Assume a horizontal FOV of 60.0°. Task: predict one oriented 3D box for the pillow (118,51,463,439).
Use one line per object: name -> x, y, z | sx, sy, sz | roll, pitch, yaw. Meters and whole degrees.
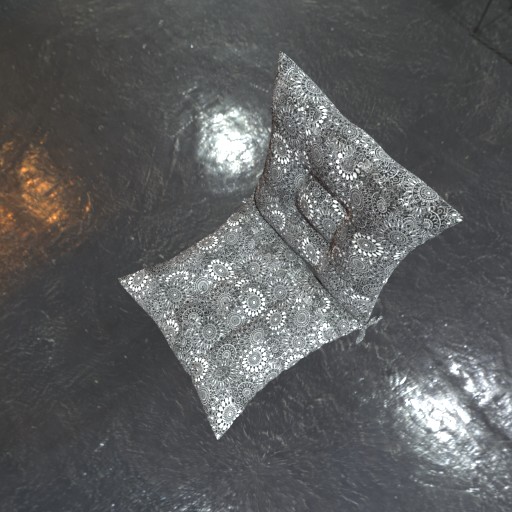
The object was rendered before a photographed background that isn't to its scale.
pillow -> 0.000, 0.000, 1.007 | 0.585, 0.536, 0.541 | -33, 69, -15
